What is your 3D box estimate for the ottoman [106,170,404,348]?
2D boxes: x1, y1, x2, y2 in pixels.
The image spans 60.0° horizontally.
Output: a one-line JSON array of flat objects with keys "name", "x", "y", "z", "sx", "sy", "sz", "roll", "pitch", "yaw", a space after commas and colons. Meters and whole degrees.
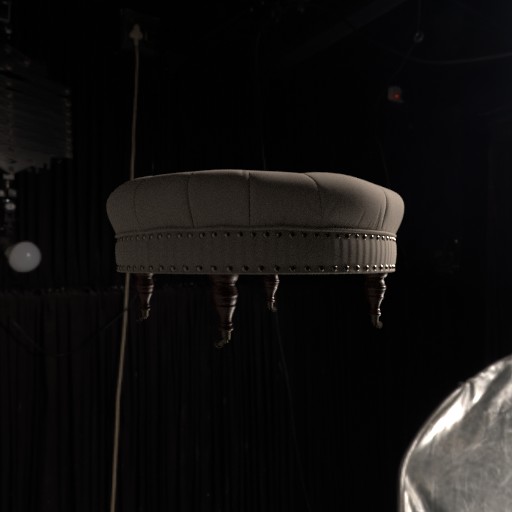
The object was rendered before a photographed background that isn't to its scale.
[{"name": "ottoman", "x": 0.000, "y": 0.000, "z": 1.411, "sx": 0.901, "sy": 0.439, "sz": 0.901, "roll": 0, "pitch": -1, "yaw": 0}]
